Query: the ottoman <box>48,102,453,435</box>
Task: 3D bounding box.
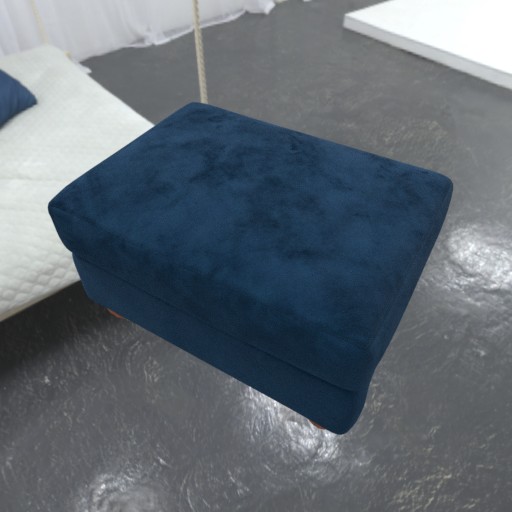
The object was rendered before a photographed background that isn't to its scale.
[{"bbox_3d":[0.000,0.000,1.135,0.773,0.503,0.572,23,50,21],"label":"ottoman"}]
